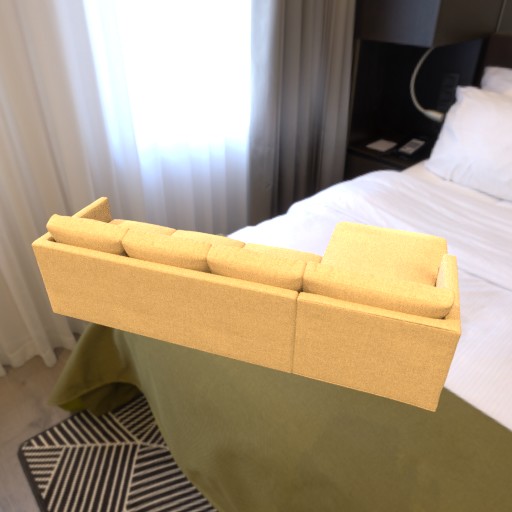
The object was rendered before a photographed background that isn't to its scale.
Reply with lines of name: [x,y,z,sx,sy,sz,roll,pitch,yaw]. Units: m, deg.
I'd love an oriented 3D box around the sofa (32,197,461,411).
sofa: [0.000,0.000,3.850,3.205,0.922,1.650,11,34,16]
